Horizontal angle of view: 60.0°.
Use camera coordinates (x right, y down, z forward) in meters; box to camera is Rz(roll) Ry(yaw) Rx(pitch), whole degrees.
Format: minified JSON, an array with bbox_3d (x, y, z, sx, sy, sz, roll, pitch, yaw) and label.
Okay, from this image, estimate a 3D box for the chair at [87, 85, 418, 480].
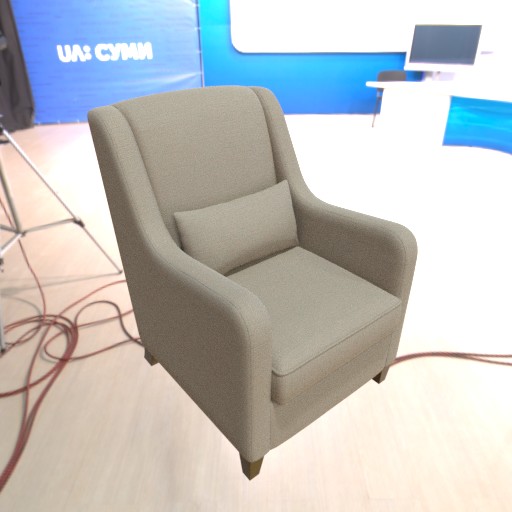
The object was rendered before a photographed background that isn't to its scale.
[{"bbox_3d":[0.000,0.000,1.562,0.715,1.017,0.896,-22,37,-33],"label":"chair"}]
